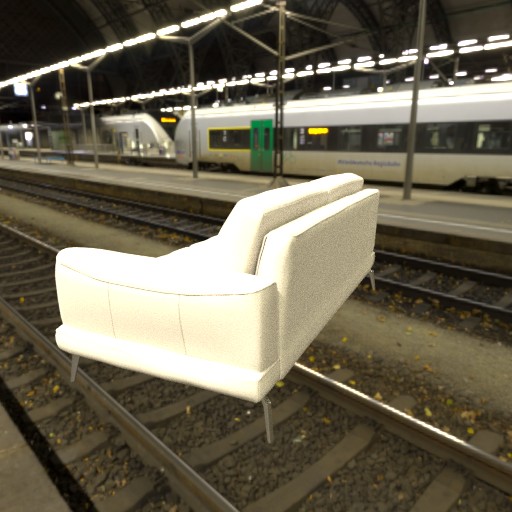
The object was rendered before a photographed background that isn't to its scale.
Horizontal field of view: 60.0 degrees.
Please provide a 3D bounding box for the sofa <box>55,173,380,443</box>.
[{"bbox_3d":[0.000,0.000,2.712,1.121,0.930,2.177,7,16,25],"label":"sofa"}]
